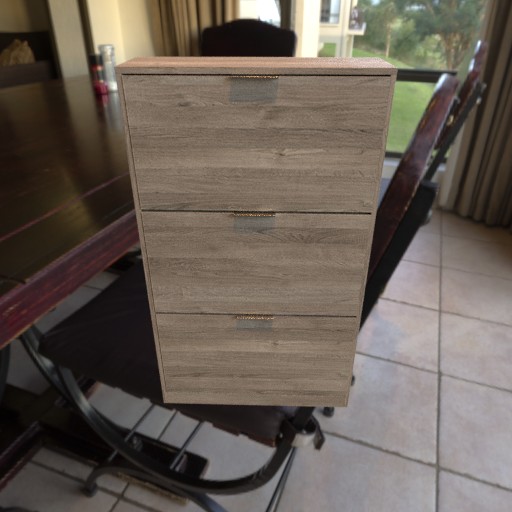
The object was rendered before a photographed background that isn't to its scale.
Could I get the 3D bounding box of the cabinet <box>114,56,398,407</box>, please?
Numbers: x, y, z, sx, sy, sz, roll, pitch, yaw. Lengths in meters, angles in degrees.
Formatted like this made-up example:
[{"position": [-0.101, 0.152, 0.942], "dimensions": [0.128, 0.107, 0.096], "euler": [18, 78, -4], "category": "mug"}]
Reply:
[{"position": [0.000, 0.000, 1.586], "dimensions": [0.750, 1.280, 0.250], "euler": [1, 30, 1], "category": "cabinet"}]
